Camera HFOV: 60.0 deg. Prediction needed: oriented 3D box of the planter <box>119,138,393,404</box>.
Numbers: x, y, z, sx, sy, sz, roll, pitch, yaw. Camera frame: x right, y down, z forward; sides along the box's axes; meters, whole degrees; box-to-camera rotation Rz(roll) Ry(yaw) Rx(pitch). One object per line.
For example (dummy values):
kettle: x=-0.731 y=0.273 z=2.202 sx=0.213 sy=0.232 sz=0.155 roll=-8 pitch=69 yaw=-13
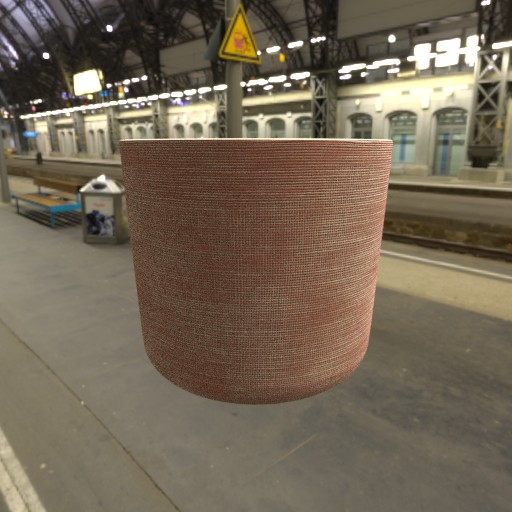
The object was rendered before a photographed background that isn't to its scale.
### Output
planter: x=0.000 y=0.000 z=0.791 sx=0.440 sy=0.398 sz=0.440 roll=0 pitch=14 yaw=0
